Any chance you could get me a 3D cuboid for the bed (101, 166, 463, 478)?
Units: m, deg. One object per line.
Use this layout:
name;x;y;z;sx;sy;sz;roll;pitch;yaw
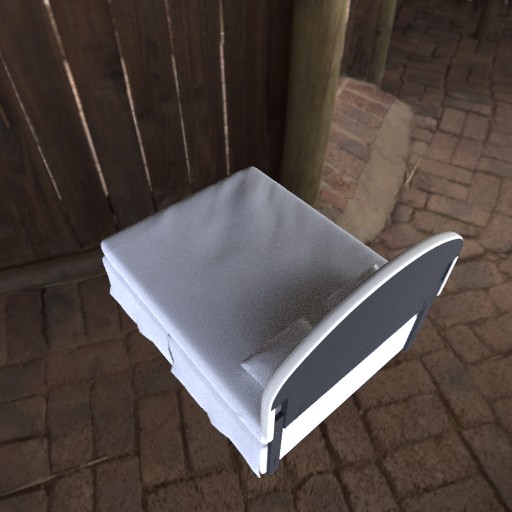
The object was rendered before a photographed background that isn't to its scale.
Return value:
bed;0.000;0.000;3.079;1.607;1.410;2.005;-32;54;-26
